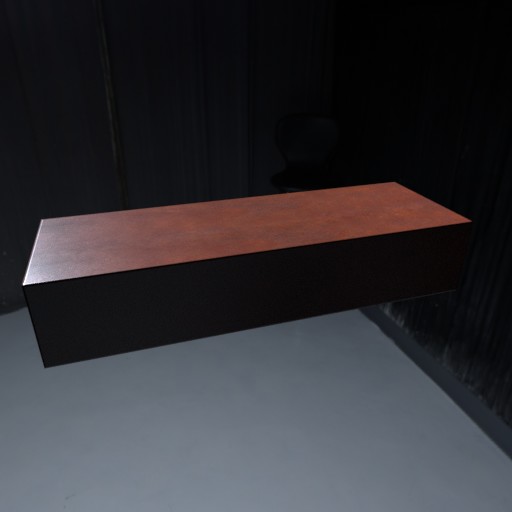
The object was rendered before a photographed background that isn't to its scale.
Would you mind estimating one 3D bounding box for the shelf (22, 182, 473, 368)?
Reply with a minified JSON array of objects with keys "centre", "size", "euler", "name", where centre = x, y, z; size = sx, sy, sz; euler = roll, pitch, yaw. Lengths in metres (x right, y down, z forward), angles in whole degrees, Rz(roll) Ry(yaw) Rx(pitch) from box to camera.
[{"centre":[0.000,0.000,0.514],"size":[0.457,0.088,0.152],"euler":[-8,28,-16],"name":"shelf"}]
